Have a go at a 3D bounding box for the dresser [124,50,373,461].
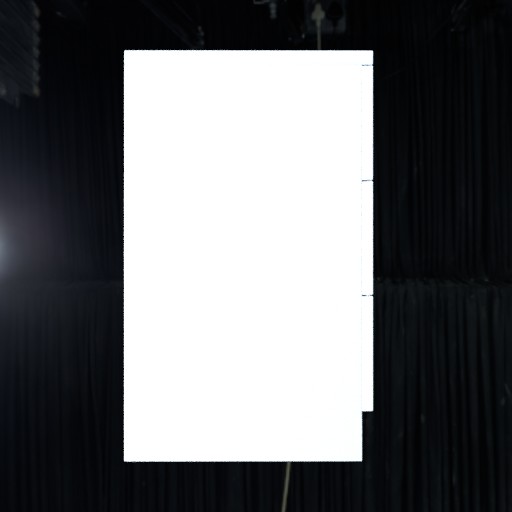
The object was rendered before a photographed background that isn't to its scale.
[{"bbox_3d":[0.000,0.000,0.804,0.360,0.560,0.400,0,0,0],"label":"dresser"}]
